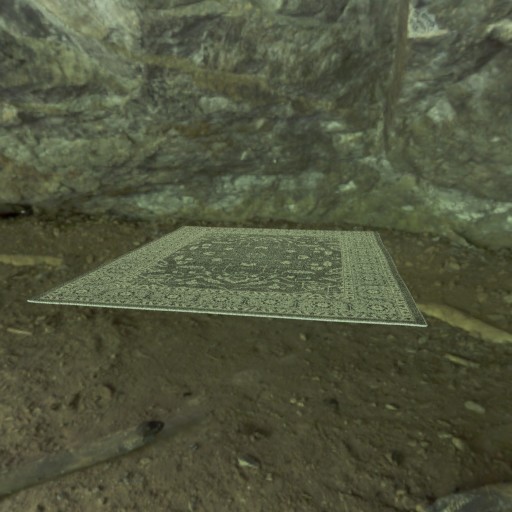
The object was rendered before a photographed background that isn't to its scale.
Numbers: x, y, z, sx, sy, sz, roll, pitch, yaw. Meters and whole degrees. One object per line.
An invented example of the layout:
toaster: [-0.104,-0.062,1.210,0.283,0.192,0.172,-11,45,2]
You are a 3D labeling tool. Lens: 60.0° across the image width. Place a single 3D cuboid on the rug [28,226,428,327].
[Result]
rug: [0.000,0.000,4.097,2.451,0.026,3.069,2,13,10]
